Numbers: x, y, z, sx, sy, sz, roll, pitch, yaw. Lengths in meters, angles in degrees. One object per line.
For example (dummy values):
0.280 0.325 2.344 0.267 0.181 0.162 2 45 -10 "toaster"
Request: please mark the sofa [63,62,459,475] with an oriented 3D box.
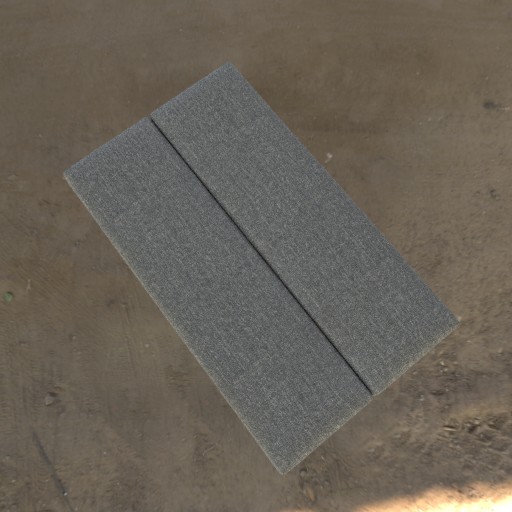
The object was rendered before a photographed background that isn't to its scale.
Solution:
0.000 0.000 1.627 0.782 0.417 1.198 -37 79 -8 "sofa"
